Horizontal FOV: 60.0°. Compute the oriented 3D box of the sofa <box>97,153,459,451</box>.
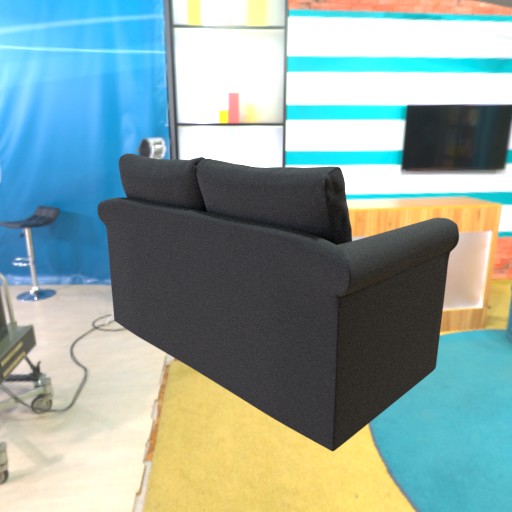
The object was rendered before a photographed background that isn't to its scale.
[{"bbox_3d":[0.000,0.000,1.955,0.741,0.872,1.460,-15,21,-43],"label":"sofa"}]
